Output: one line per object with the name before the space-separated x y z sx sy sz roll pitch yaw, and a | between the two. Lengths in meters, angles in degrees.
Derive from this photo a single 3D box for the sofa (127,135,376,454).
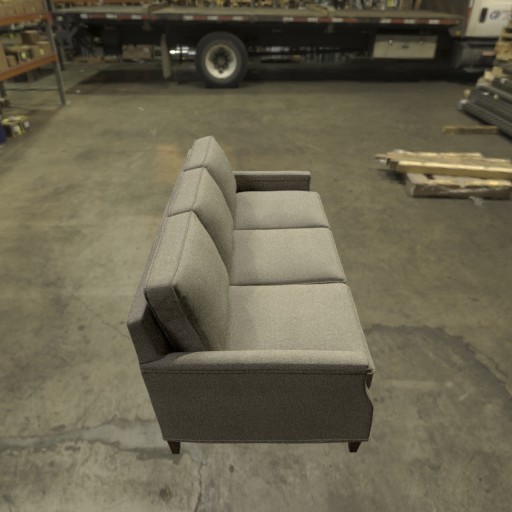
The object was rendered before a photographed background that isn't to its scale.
sofa | 0.000 0.000 2.861 1.084 1.003 2.246 0 32 0
